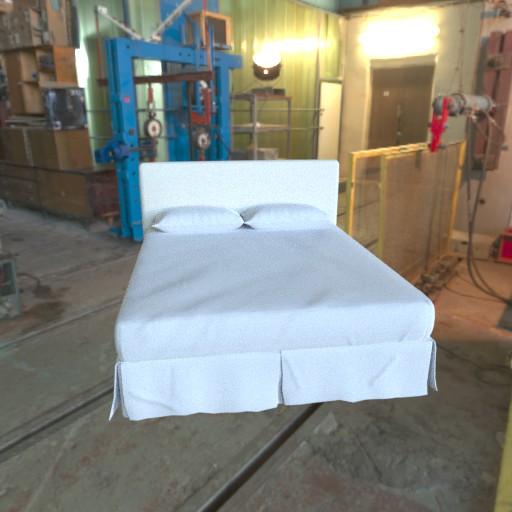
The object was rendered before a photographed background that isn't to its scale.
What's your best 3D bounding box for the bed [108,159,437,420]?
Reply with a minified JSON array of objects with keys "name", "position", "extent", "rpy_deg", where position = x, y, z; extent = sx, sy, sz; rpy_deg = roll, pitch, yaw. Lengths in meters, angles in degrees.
[{"name":"bed","position":[0.000,0.000,3.664],"extent":[2.119,1.317,2.341],"rpy_deg":[-3,18,-8]}]
